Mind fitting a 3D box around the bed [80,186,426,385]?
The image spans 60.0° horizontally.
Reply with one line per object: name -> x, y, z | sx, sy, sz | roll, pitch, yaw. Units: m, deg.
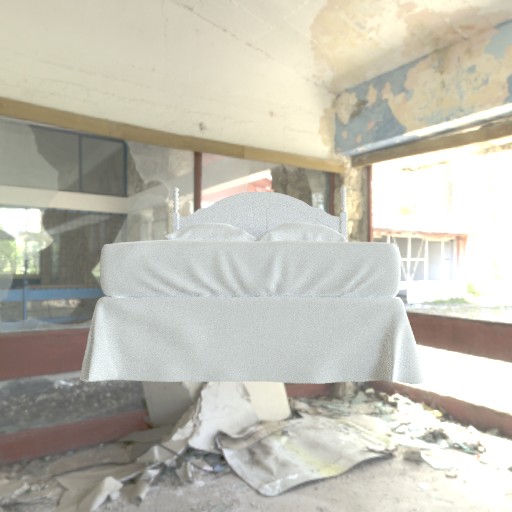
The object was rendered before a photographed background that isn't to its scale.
bed -> 0.000, 0.000, 3.223 | 1.873, 1.356, 2.040 | 0, -1, 2
